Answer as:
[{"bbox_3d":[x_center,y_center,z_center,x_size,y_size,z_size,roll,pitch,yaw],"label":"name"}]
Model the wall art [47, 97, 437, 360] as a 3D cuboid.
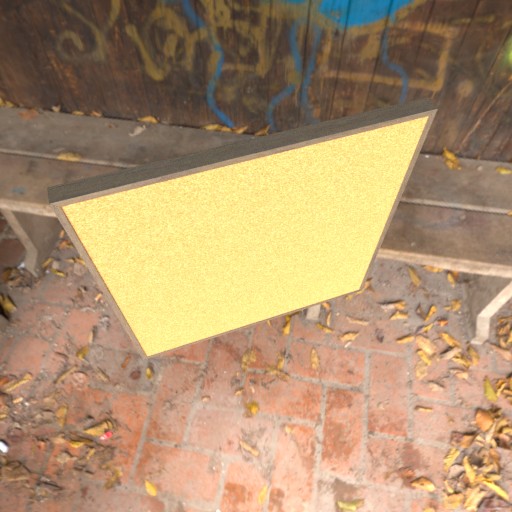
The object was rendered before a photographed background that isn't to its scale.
[{"bbox_3d":[0.000,0.000,1.149,0.758,0.758,0.039,-16,58,-10],"label":"wall art"}]
